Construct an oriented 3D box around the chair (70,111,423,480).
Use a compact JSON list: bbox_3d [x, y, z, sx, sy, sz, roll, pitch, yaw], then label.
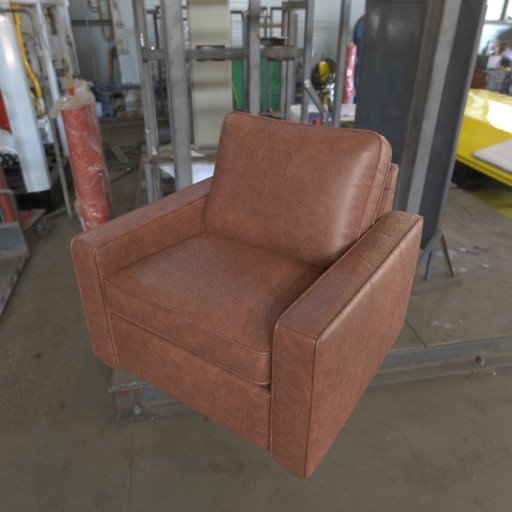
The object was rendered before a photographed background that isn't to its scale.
[{"bbox_3d":[0.000,0.000,1.702,1.017,0.919,0.940,18,34,29],"label":"chair"}]
